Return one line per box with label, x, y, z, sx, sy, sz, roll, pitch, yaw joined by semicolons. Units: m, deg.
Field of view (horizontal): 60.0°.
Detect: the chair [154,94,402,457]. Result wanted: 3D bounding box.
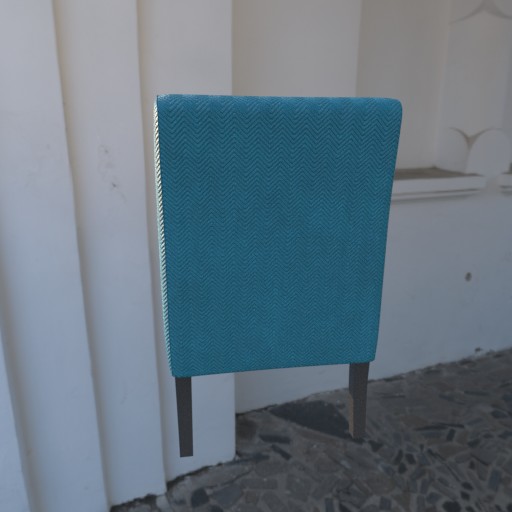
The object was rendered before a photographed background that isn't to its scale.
chair;0.000;0.000;1.452;0.579;0.927;0.808;-2;15;-9
